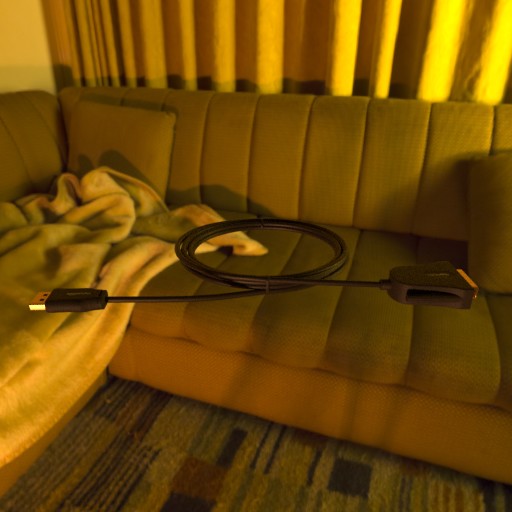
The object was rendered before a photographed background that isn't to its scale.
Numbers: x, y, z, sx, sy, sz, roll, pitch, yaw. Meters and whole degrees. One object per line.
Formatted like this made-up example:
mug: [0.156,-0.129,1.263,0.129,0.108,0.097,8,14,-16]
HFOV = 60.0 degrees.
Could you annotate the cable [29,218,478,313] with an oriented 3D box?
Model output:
cable: [0.000,0.000,0.335,0.281,0.015,0.136,-1,26,-2]
